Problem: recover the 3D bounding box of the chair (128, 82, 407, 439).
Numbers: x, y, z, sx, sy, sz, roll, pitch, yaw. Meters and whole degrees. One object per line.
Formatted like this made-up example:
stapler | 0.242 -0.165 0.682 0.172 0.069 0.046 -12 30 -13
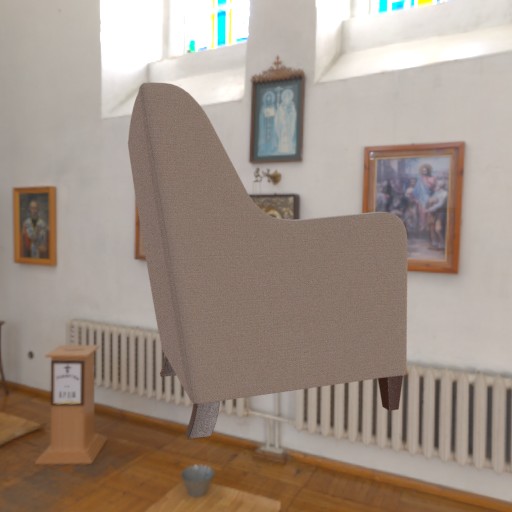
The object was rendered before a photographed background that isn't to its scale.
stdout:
chair | 0.000 0.000 1.662 0.896 1.017 0.715 0 1 -19
